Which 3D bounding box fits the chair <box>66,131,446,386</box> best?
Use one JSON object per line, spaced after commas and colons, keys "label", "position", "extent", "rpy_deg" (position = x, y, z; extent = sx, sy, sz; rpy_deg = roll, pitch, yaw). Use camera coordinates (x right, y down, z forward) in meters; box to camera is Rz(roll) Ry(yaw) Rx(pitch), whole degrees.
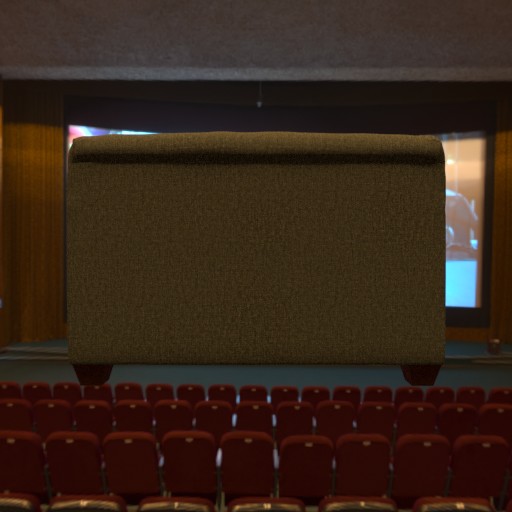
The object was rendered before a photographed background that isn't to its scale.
{"label": "chair", "position": [0.000, 0.000, 2.074], "extent": [1.383, 0.948, 1.000], "rpy_deg": [0, 1, 0]}
